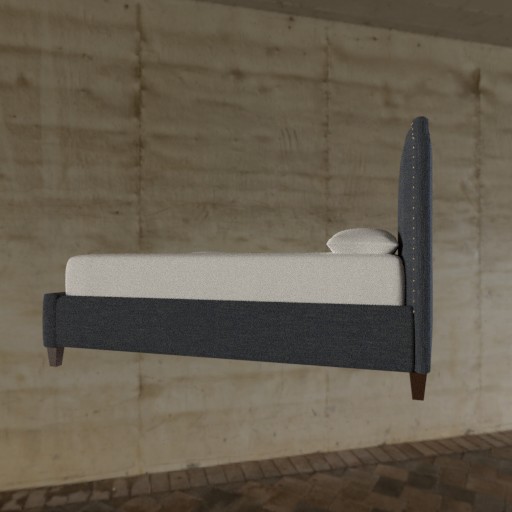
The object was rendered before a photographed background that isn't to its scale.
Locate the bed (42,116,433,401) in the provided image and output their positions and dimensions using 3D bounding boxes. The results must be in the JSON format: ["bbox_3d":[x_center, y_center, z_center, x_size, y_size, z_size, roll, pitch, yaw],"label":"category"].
[{"bbox_3d":[0.000,0.000,3.309,2.372,1.443,1.713,0,0,18],"label":"bed"}]
